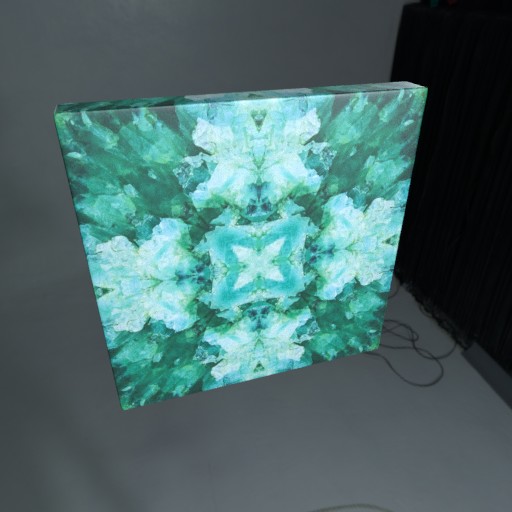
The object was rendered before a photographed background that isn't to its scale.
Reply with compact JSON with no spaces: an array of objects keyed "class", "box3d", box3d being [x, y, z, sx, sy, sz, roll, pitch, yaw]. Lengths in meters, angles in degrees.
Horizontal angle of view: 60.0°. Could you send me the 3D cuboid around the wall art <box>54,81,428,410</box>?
[{"class":"wall art","box3d":[0.000,0.000,0.449,0.313,0.313,0.033,-9,33,-15]}]
